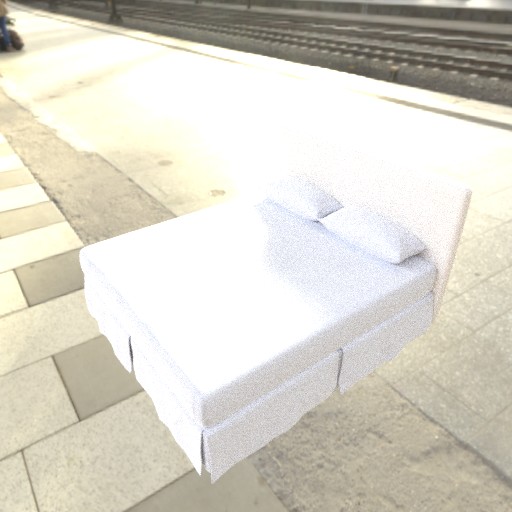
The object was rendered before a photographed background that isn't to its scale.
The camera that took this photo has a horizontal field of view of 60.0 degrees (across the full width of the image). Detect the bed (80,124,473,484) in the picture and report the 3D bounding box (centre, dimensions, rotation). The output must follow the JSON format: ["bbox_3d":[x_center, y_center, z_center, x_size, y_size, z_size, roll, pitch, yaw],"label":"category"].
[{"bbox_3d":[0.000,0.000,3.556,2.341,1.317,2.119,-22,38,-31],"label":"bed"}]
